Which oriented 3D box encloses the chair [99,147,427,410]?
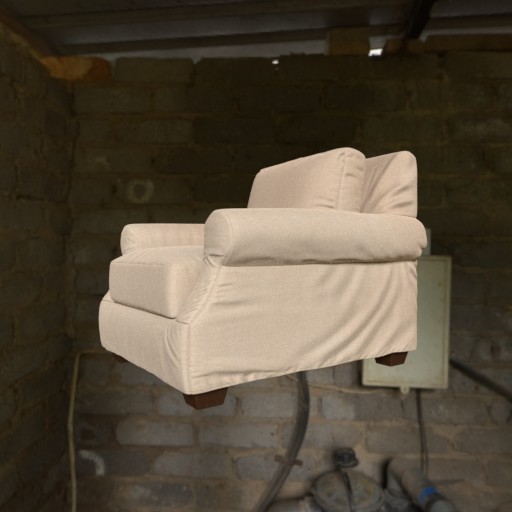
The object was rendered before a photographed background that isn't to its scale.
[{"bbox_3d":[0.000,0.000,1.811,1.066,0.866,0.940,0,0,-35],"label":"chair"}]
